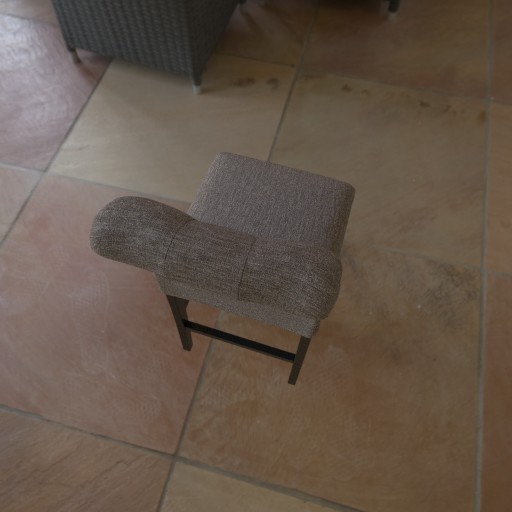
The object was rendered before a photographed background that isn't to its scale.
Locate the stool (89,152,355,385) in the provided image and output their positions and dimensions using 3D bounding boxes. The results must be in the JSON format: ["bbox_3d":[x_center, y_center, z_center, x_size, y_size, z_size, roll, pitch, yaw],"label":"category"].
[{"bbox_3d":[0.000,0.000,1.279,0.457,0.970,0.611,16,63,8],"label":"stool"}]
